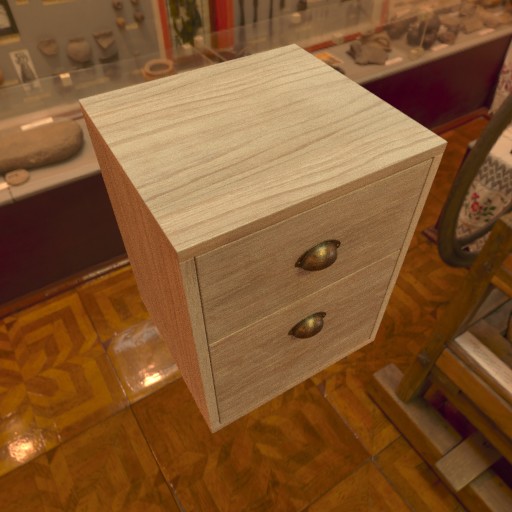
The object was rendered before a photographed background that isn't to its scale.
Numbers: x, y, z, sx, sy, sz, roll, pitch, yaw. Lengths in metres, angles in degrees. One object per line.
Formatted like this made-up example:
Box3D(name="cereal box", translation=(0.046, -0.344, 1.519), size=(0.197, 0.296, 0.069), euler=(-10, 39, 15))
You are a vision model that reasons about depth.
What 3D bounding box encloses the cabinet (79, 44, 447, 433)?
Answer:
Box3D(name="cabinet", translation=(0.000, 0.000, 0.862), size=(0.409, 0.579, 0.401), euler=(-24, 52, -20))
